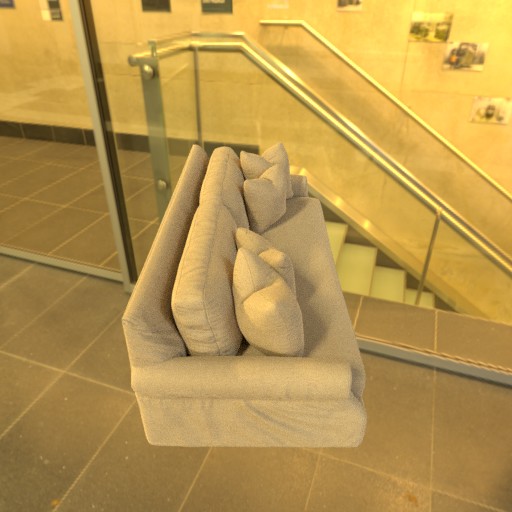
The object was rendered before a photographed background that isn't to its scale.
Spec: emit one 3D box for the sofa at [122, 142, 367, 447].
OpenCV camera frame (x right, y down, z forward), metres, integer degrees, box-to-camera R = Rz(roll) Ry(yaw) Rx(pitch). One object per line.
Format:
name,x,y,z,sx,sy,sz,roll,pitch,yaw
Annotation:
sofa,0.000,0.000,2.819,1.067,0.904,2.285,0,32,0
